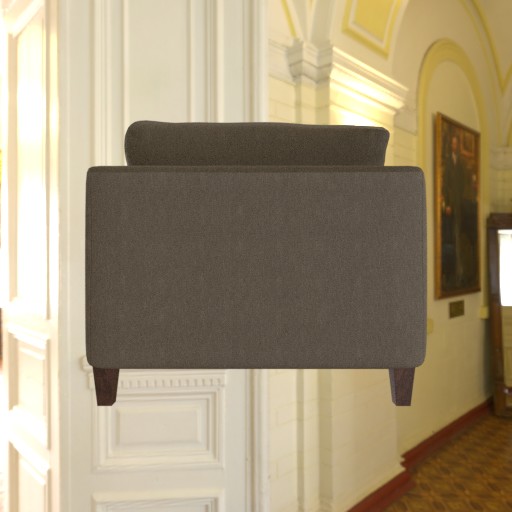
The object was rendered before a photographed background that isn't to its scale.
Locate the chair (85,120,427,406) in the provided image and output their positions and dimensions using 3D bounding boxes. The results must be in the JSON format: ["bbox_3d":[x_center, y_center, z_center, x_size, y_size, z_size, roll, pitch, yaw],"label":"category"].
[{"bbox_3d":[0.000,0.000,1.855,1.107,0.963,0.959,0,0,0],"label":"chair"}]
